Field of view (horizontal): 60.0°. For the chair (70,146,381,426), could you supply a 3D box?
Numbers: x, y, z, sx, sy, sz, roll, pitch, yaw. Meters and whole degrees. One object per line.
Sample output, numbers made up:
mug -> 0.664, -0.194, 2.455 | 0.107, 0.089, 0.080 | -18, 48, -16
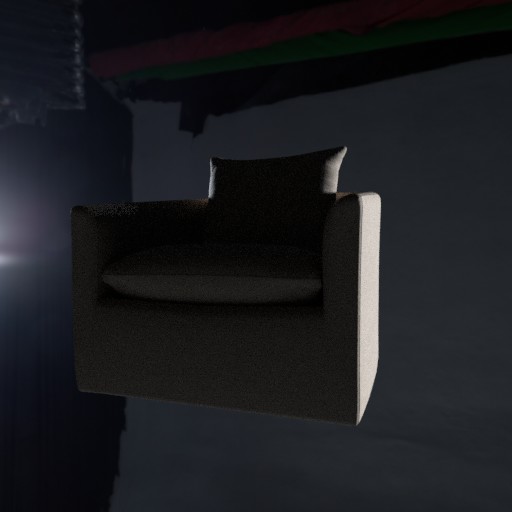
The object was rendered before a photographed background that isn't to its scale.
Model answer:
chair -> 0.000, 0.000, 1.568 | 0.845, 0.848, 0.910 | 0, 1, 19
